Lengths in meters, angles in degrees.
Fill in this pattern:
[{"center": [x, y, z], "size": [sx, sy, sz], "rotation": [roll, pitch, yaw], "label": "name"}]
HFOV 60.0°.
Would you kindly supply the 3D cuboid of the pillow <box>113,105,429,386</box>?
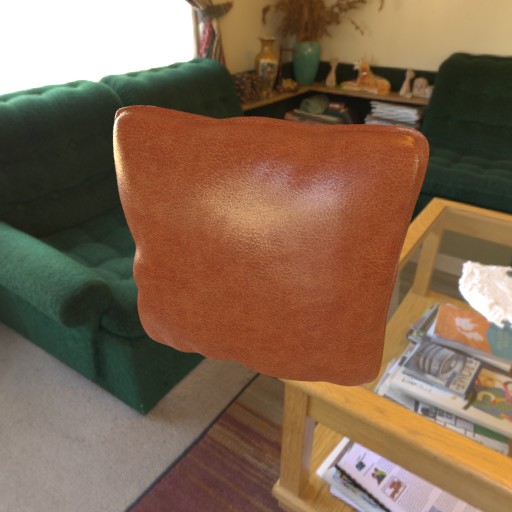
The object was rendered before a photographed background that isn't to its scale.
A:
[{"center": [0.000, 0.000, 0.832], "size": [0.532, 0.523, 0.236], "rotation": [9, 33, 15], "label": "pillow"}]
